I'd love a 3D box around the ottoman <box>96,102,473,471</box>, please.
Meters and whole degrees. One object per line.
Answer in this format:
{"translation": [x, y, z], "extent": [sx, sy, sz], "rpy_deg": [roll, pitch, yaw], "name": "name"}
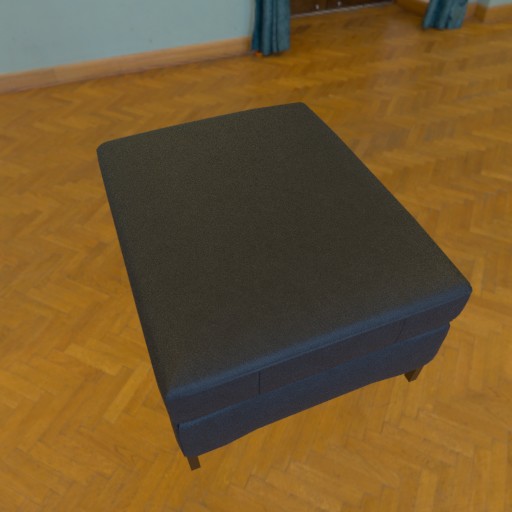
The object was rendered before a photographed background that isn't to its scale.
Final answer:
{"translation": [0.000, 0.000, 1.759], "extent": [0.967, 0.696, 1.187], "rpy_deg": [-16, 50, -14], "name": "ottoman"}
